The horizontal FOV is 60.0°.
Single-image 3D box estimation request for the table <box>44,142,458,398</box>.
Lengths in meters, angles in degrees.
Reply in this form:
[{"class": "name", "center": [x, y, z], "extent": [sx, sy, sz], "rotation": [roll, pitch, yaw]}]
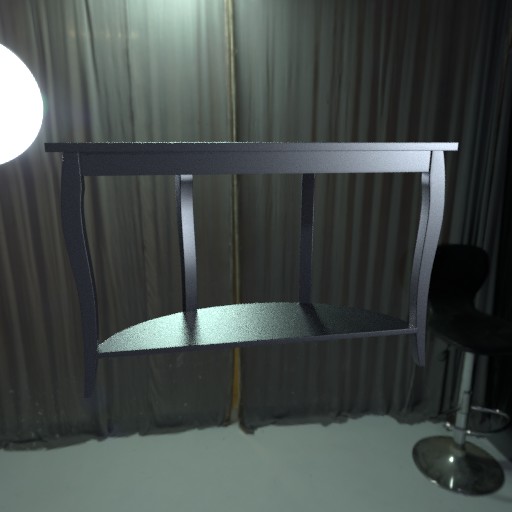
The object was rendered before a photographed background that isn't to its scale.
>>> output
[{"class": "table", "center": [0.000, 0.000, 1.572], "extent": [1.219, 0.780, 0.394], "rotation": [-3, 15, -10]}]
